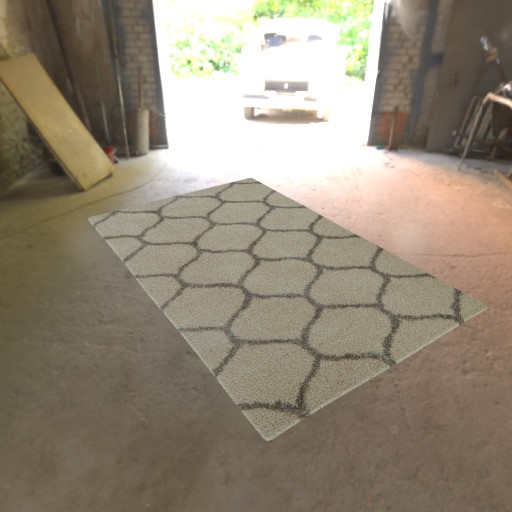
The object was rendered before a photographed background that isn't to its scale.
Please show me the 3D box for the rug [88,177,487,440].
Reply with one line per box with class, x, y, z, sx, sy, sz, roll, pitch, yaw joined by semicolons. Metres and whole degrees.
rug;0.000;0.000;2.903;1.501;0.024;2.348;-19;36;-29
